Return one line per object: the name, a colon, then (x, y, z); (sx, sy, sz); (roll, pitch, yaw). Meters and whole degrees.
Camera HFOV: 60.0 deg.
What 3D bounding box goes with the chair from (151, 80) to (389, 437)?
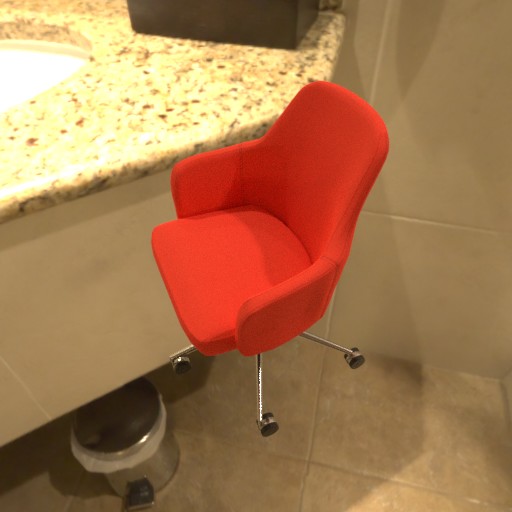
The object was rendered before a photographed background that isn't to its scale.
chair: (0.000, 0.000, 1.245); (0.600, 0.820, 0.655); (-17, 48, -16)
